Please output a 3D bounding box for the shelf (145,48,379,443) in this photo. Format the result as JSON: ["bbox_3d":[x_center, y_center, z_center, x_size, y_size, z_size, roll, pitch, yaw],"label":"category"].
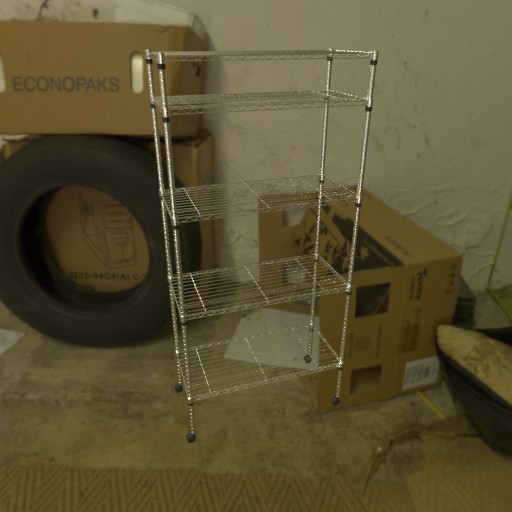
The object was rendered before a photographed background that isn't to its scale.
[{"bbox_3d":[0.000,0.000,1.882,0.762,1.587,0.356,-8,28,-16],"label":"shelf"}]
